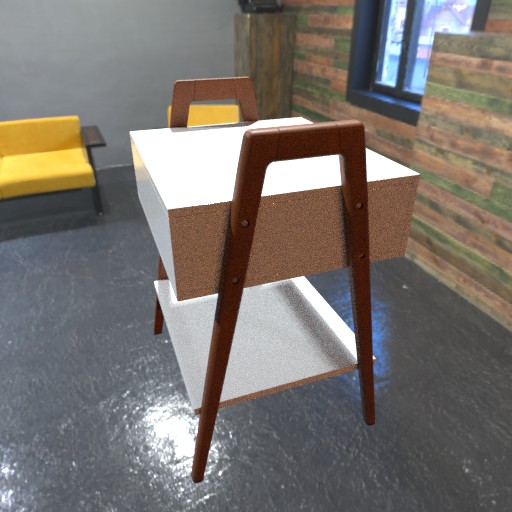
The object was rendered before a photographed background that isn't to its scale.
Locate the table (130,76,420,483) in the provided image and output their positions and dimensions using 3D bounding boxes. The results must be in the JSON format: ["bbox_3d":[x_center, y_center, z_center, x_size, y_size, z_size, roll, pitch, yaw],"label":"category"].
[{"bbox_3d":[0.000,0.000,0.884,0.405,0.610,0.457,-10,31,-18],"label":"table"}]
